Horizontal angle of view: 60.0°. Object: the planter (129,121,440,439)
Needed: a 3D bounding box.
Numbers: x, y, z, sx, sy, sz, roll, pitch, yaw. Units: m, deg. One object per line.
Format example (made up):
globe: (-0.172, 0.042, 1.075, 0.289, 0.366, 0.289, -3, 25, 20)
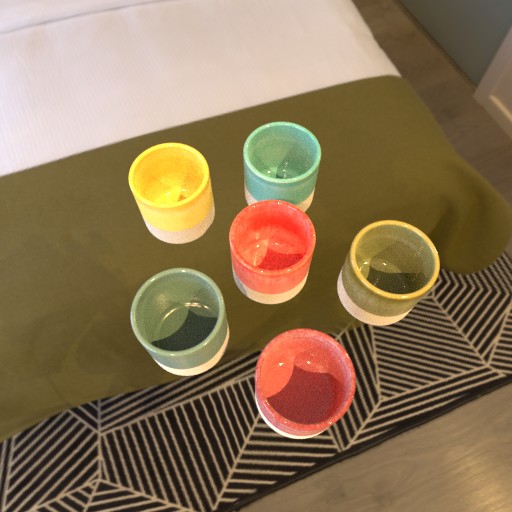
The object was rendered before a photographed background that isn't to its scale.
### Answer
planter: (0.000, 0.000, 0.416, 0.286, 0.075, 0.257, 34, 68, 16)
